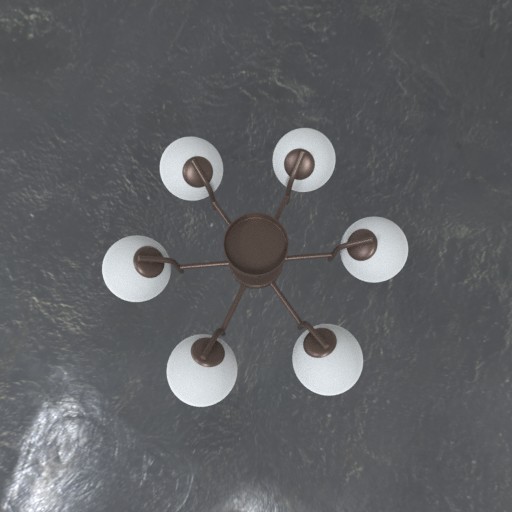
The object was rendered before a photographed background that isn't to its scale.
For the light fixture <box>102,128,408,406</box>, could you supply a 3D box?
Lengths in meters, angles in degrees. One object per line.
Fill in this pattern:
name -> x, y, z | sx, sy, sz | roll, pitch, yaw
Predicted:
light fixture -> 0.000, 0.000, 0.942 | 0.662, 0.201, 0.662 | 0, 76, 0
